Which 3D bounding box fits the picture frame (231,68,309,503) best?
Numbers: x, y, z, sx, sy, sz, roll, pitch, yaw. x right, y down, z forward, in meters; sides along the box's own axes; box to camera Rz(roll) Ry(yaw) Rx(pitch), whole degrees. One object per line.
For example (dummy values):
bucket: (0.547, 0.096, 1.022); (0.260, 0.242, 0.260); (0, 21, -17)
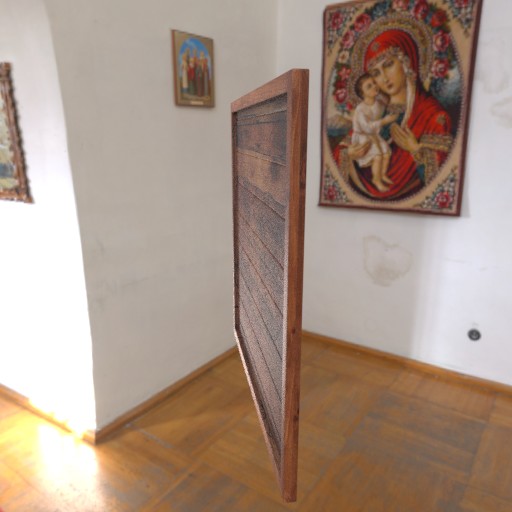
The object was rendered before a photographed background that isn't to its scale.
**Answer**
picture frame: (0.000, 0.000, 1.172); (0.029, 0.817, 0.810); (-3, 16, -9)
